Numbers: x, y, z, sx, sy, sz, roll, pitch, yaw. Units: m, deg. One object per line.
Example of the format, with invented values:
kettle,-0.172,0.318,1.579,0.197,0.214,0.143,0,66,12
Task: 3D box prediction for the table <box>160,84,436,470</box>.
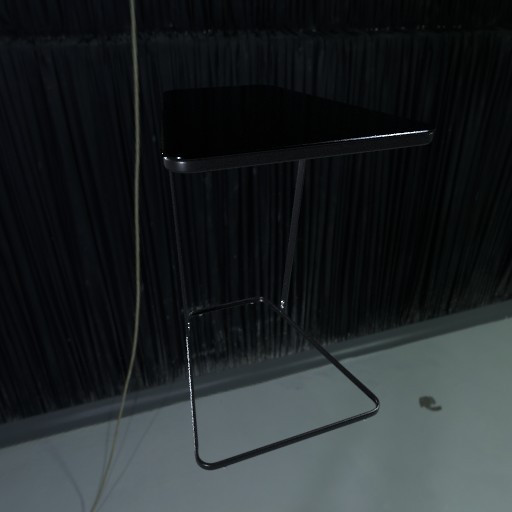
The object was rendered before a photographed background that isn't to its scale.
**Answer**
table,0.000,0.000,0.964,0.427,0.624,0.500,-11,31,-18
